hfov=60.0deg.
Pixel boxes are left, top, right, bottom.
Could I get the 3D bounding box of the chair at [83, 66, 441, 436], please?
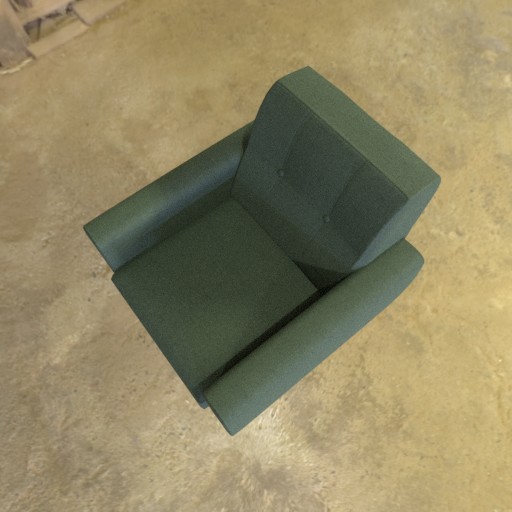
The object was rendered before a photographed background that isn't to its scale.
[{"bbox_3d":[0.000,0.000,1.583,0.909,0.841,0.831,-35,69,-16],"label":"chair"}]
